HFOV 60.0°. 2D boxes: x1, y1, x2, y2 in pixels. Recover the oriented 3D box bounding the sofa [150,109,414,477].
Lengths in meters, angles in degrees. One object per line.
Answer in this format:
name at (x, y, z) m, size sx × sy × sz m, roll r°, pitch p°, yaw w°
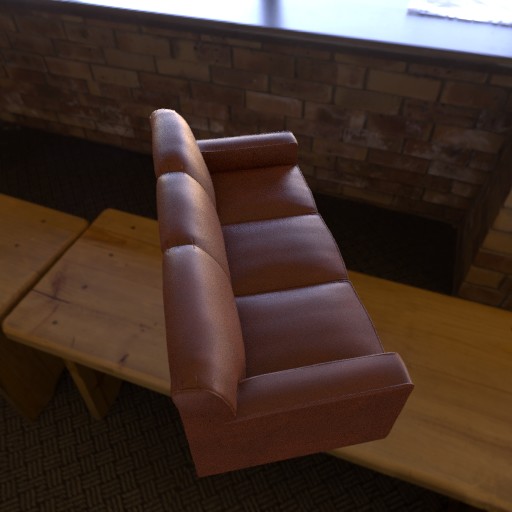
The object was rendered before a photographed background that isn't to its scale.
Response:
sofa at (0.000, 0.000, 2.541) m, size 1.008 × 0.953 × 2.039 m, roll -8°, pitch 47°, yaw -8°
